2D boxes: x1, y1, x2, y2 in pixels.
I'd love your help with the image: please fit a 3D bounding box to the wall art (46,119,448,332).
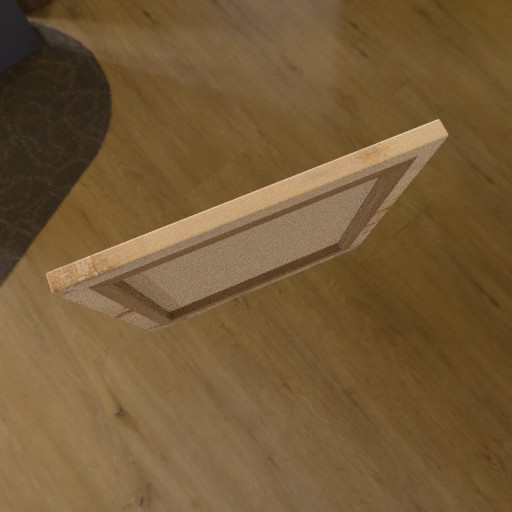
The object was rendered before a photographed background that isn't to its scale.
[{"bbox_3d":[0.000,0.000,1.144,0.753,0.755,0.038,-22,76,-6],"label":"wall art"}]
